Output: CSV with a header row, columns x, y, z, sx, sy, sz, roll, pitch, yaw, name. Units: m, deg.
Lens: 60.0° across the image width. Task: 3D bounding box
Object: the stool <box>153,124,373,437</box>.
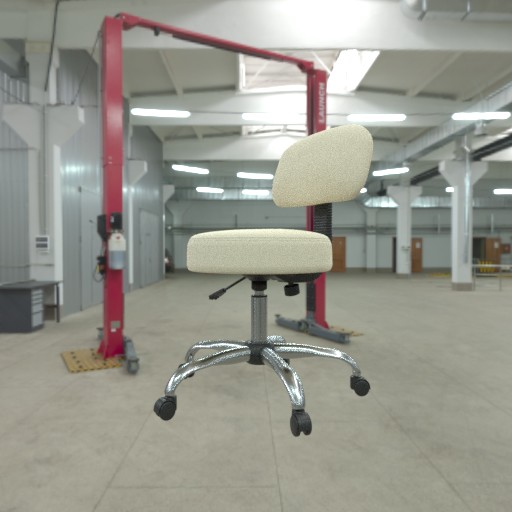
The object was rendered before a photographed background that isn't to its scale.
x,y,z,sx,sy,sz,roll,pitch,yaw,name
0.000,0.000,1.273,0.616,0.810,0.609,-1,1,-36,stool
